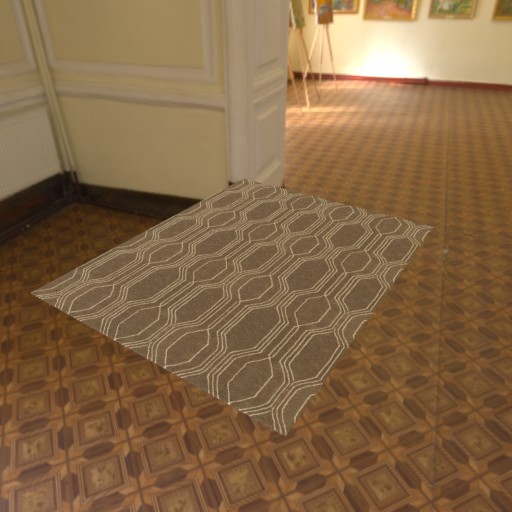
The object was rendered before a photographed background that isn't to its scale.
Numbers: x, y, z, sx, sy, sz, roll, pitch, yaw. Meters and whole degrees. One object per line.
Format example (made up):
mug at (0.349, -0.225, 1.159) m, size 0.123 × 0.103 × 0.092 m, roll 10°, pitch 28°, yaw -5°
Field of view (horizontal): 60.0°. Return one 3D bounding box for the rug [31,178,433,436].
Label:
rug at (0.000, 0.000, 4.183) m, size 2.457 × 0.012 × 3.062 m, roll 19°, pitch 36°, yaw 28°
